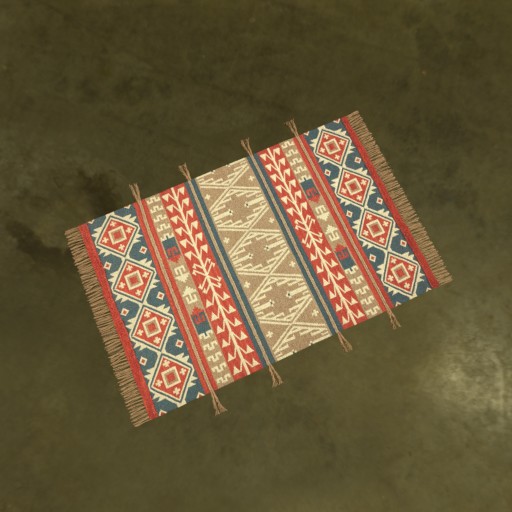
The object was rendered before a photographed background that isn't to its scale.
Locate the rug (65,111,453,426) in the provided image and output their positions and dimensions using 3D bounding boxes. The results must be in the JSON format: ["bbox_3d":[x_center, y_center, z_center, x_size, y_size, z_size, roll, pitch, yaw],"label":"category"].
[{"bbox_3d":[0.000,0.000,3.207,2.450,0.048,1.778,-24,77,-6],"label":"rug"}]
